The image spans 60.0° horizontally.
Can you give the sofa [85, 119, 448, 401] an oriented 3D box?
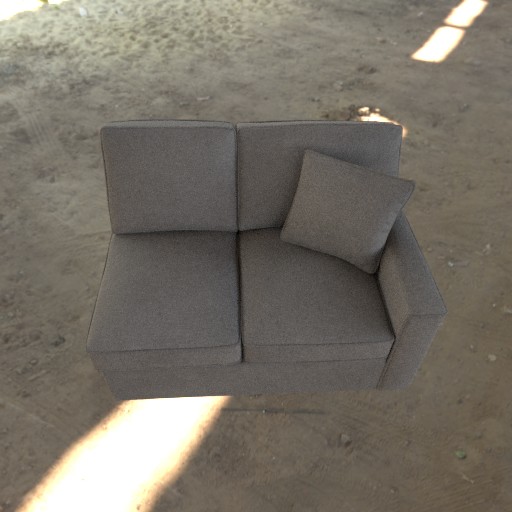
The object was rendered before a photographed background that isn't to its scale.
[{"bbox_3d":[0.000,0.000,2.045,1.388,0.989,0.991,-2,46,-2],"label":"sofa"}]
